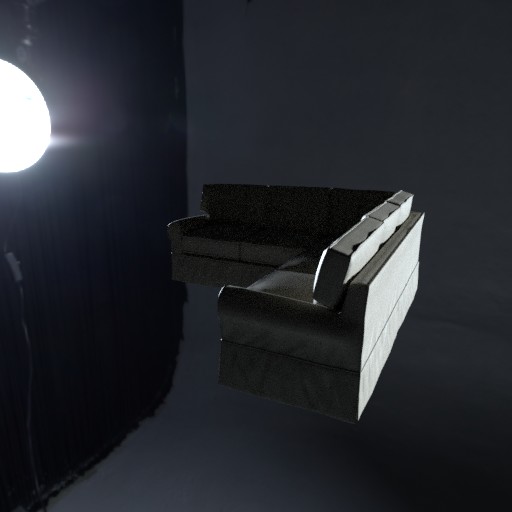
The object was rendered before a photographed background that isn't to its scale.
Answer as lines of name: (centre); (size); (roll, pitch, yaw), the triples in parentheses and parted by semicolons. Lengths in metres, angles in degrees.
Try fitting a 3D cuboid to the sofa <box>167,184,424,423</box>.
sofa: (0.000, 0.000, 4.097); (2.618, 1.081, 2.623); (8, 17, 25)
